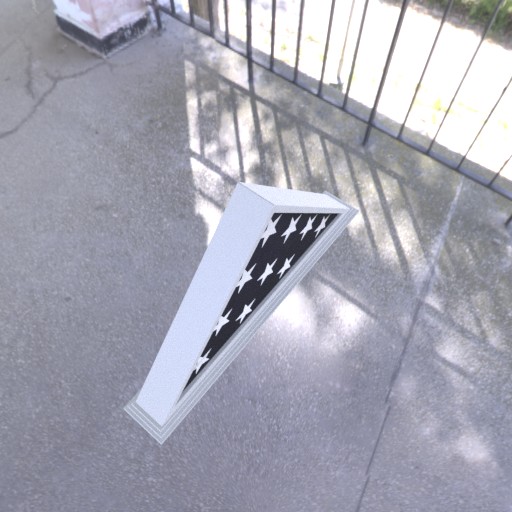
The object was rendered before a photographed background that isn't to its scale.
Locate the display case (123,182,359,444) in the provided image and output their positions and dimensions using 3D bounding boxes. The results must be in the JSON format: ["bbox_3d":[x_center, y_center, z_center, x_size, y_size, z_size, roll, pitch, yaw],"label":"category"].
[{"bbox_3d":[0.000,0.000,0.765,0.095,0.340,0.640,35,65,19],"label":"display case"}]
